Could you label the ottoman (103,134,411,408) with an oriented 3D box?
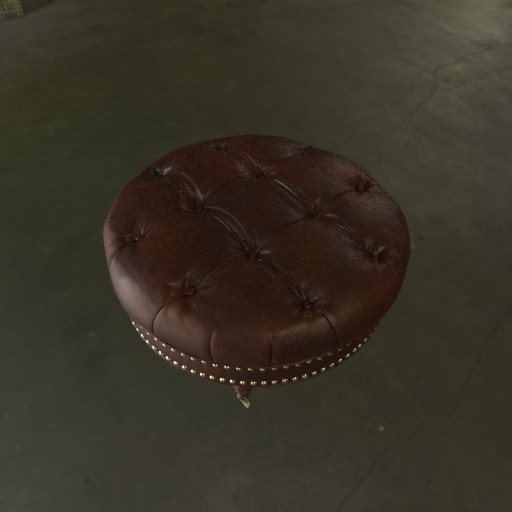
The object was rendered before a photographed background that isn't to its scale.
[{"bbox_3d":[0.000,0.000,1.410,0.901,0.455,0.901,0,46,0],"label":"ottoman"}]
